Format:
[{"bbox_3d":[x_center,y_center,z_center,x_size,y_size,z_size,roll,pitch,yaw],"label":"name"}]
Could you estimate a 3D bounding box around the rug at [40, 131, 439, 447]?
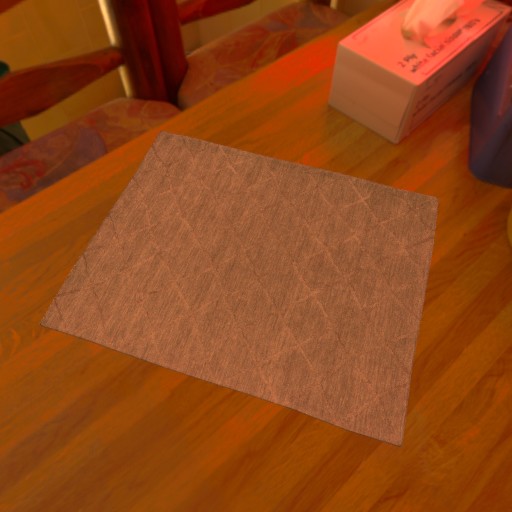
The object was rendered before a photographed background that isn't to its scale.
[{"bbox_3d":[0.000,0.000,4.053,3.048,0.013,2.438,16,60,9],"label":"rug"}]
